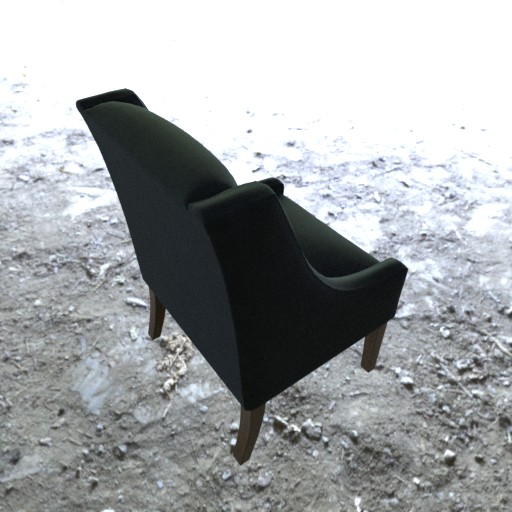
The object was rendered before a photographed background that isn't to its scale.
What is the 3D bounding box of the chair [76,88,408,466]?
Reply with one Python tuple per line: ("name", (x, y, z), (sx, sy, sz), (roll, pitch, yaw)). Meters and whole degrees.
("chair", (0.000, 0.000, 1.283), (0.629, 0.895, 0.629), (-26, 47, -27))
